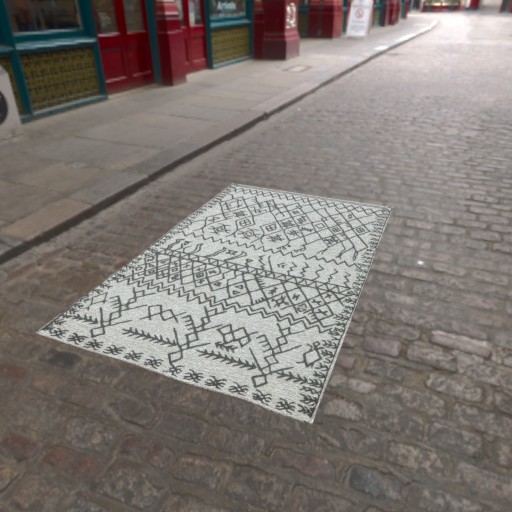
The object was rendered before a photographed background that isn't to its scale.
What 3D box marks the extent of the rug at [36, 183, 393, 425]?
[{"bbox_3d":[0.000,0.000,4.823,2.393,0.019,3.824,12,32,20],"label":"rug"}]
